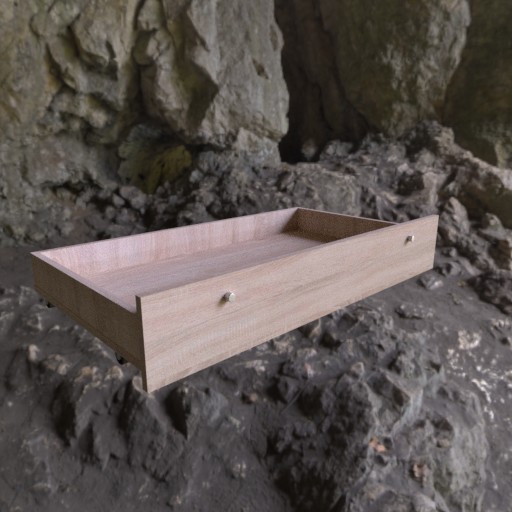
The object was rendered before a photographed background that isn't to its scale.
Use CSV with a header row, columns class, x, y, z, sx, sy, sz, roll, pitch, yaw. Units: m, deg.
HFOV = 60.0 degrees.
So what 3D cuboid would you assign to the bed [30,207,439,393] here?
class,x,y,z,sx,sy,sz,roll,pitch,yaw
bed,0.000,0.000,1.468,1.200,0.209,0.685,-14,21,-41
